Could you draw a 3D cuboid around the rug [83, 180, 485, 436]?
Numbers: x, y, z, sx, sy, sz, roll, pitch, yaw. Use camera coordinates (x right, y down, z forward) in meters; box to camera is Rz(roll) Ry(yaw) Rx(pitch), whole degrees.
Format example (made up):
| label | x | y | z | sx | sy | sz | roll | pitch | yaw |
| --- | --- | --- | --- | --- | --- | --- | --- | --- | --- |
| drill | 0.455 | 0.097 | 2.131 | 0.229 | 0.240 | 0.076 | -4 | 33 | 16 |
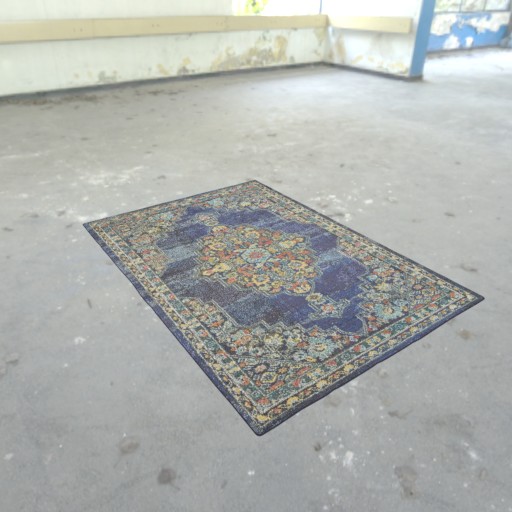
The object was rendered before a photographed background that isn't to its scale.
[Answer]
| label | x | y | z | sx | sy | sz | roll | pitch | yaw |
| --- | --- | --- | --- | --- | --- | --- | --- | --- | --- |
| rug | 0.000 | 0.000 | 3.759 | 2.053 | 0.011 | 2.940 | -20 | 36 | -30 |
